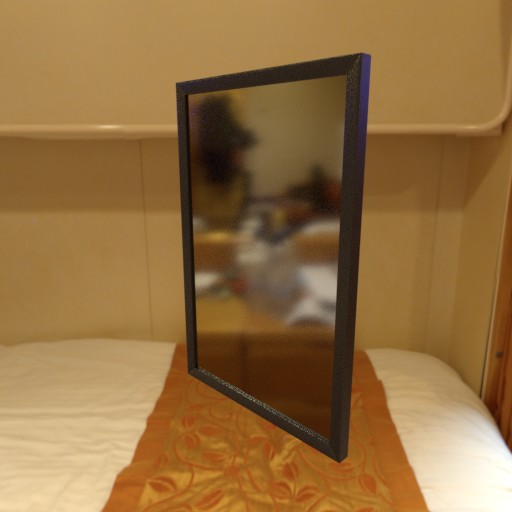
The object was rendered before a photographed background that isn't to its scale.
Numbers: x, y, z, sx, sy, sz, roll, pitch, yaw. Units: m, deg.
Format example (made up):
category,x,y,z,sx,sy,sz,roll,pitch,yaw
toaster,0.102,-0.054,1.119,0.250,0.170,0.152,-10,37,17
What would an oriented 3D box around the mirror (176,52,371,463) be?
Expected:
category,x,y,z,sx,sy,sz,roll,pitch,yaw
mirror,0.000,0.000,1.177,0.040,0.915,0.609,-14,20,-43
